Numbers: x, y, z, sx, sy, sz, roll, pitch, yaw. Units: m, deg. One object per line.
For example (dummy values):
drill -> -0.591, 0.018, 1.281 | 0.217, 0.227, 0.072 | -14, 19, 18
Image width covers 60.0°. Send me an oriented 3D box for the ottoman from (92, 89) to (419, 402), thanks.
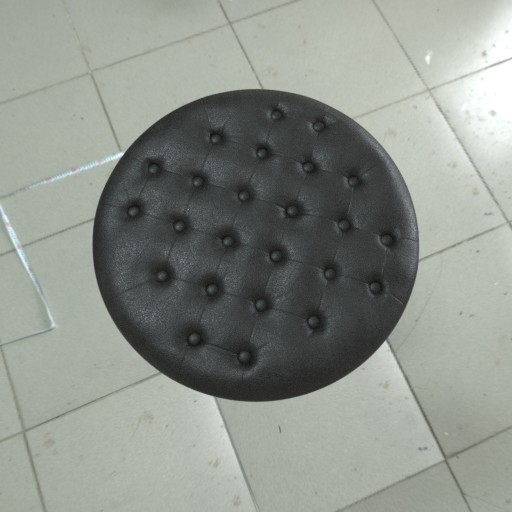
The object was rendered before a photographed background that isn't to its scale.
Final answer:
ottoman -> 0.000, 0.000, 1.044 | 0.637, 0.442, 0.637 | 0, 75, 0
